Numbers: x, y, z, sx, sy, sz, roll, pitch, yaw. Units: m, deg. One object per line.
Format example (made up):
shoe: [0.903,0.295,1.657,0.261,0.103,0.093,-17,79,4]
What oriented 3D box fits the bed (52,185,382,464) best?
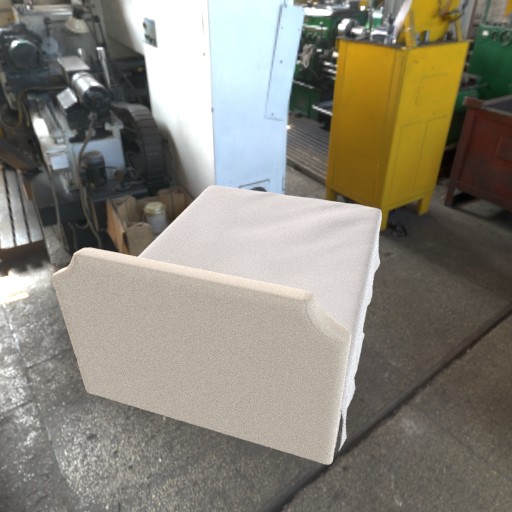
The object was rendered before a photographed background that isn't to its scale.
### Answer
bed: [0.000,0.000,3.665,1.977,1.293,2.498,10,35,15]
